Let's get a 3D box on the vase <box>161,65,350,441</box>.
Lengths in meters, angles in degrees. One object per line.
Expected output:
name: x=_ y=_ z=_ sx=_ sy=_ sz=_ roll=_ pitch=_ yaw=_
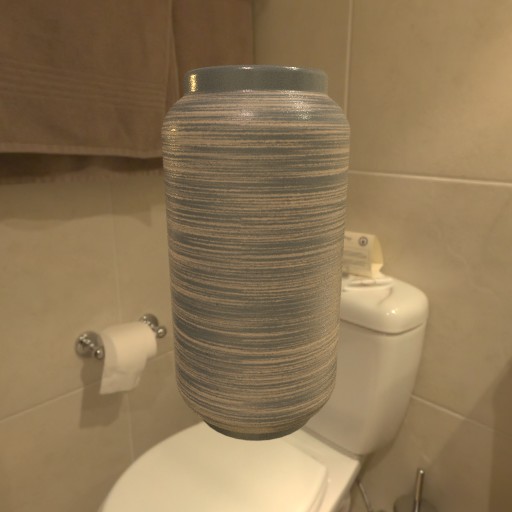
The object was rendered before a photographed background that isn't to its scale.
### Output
vase: x=0.000 y=0.000 z=0.301 sx=0.116 sy=0.230 sz=0.116 roll=0 pitch=16 yaw=0
